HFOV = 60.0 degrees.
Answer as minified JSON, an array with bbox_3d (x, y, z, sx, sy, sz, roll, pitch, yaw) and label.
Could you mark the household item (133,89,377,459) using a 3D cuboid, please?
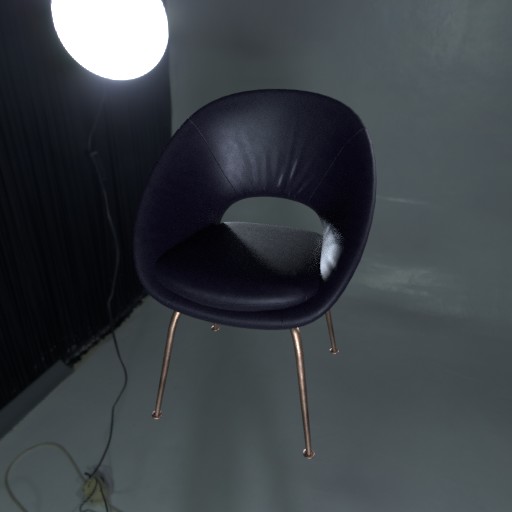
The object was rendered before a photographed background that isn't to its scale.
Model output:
[{"bbox_3d":[0.000,0.000,1.271,0.623,0.852,0.573,8,27,16],"label":"household item"}]
